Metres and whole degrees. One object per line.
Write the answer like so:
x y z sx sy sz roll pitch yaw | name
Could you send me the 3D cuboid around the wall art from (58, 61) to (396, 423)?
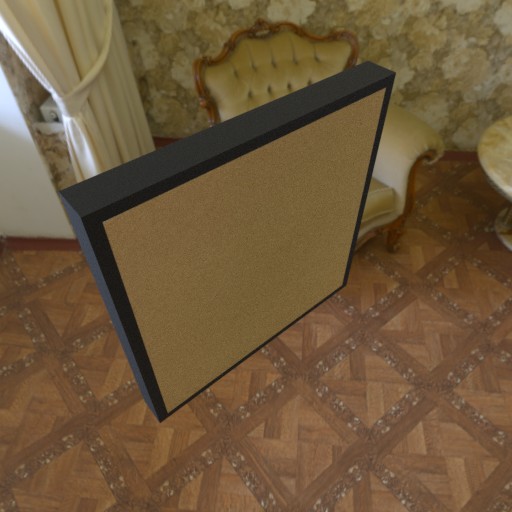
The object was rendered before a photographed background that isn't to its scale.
0.000 0.000 0.454 0.305 0.304 0.033 -32 54 -26 | wall art
